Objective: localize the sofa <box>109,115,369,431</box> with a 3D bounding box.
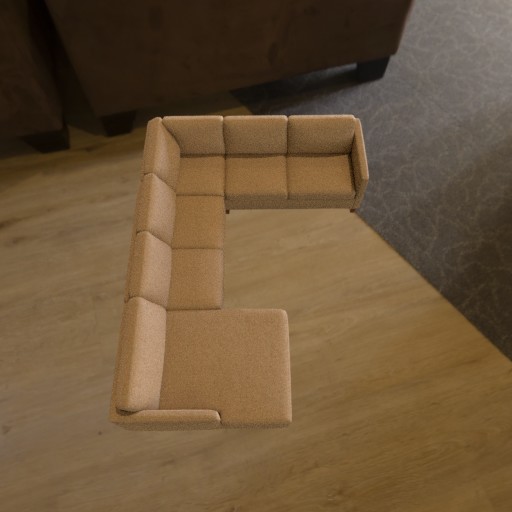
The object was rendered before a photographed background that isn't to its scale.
[{"bbox_3d":[0.000,0.000,4.692,2.551,0.889,3.403,-1,63,0],"label":"sofa"}]
